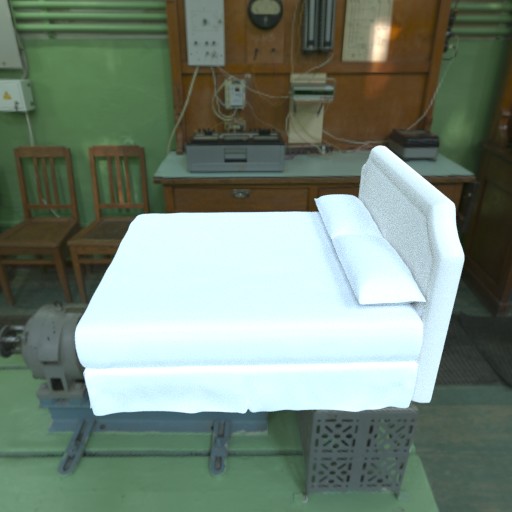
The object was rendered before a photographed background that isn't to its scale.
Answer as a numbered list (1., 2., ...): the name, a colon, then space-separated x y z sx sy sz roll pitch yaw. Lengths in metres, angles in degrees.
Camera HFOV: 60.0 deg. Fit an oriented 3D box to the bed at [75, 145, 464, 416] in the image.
1. bed: 0.000 0.000 3.834 2.548 1.524 2.134 -1 27 -2
